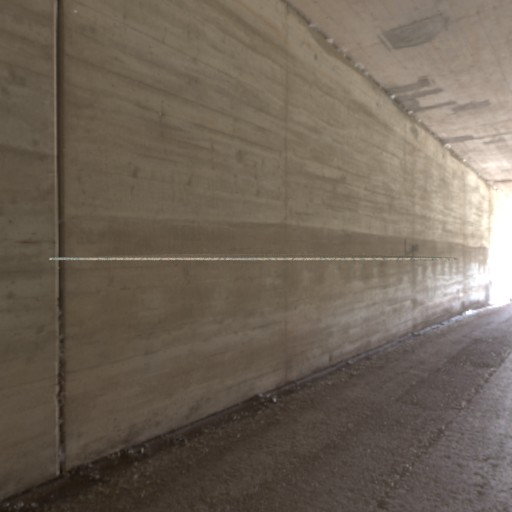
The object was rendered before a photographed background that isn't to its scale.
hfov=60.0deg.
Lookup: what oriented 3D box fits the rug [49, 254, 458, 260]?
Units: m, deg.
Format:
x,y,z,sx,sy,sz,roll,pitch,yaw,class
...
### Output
x,y,z,sx,sy,sz,roll,pitch,yaw,class
0.000,0.000,4.174,2.457,0.015,3.049,0,1,1,rug
